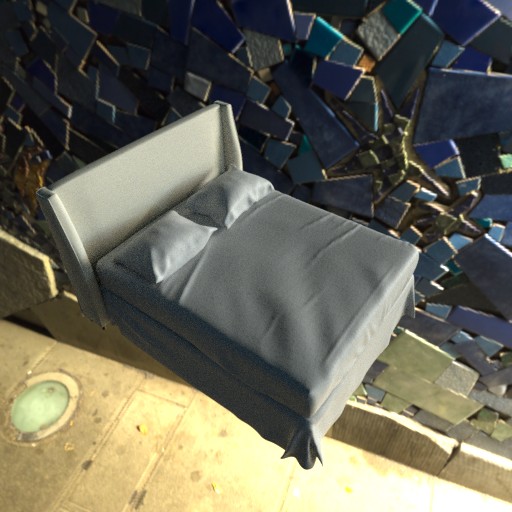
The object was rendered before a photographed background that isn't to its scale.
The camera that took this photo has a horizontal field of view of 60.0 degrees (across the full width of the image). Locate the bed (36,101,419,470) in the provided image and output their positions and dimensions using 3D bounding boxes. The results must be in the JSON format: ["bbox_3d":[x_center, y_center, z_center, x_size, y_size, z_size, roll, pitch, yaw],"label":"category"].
[{"bbox_3d":[0.000,0.000,3.425,2.276,1.332,1.925,26,48,26],"label":"bed"}]
